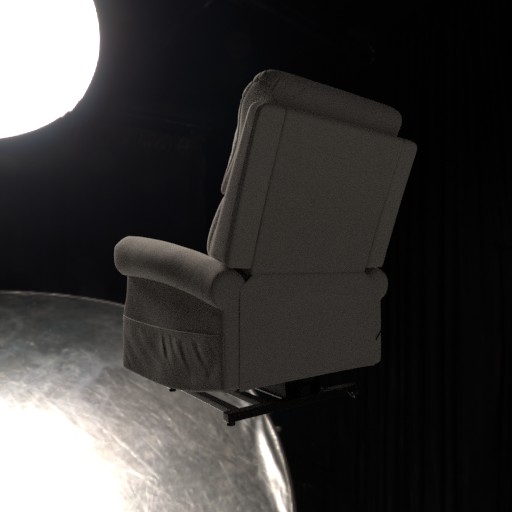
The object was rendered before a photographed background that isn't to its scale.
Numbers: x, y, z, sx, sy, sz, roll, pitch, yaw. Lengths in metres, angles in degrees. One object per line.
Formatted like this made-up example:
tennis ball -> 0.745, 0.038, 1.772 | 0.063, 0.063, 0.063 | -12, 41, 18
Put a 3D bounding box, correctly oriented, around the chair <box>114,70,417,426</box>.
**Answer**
chair -> 0.000, 0.000, 1.713 | 0.871, 1.031, 0.979 | 1, -1, -36
